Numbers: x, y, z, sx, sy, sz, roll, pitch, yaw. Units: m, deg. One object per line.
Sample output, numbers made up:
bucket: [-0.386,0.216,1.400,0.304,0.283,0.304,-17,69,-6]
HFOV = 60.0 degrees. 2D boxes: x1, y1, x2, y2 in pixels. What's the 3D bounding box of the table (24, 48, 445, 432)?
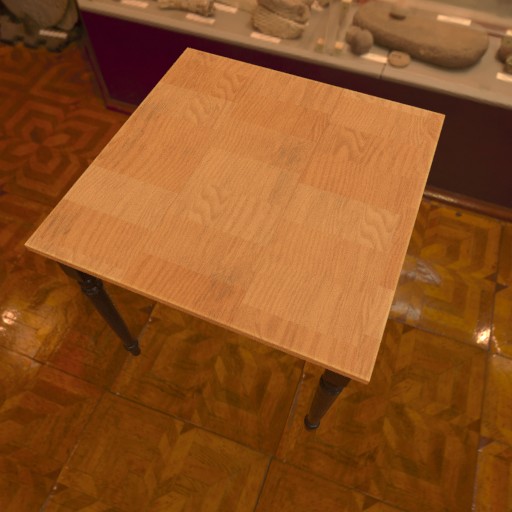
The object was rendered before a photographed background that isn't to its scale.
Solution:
table: [0.000,0.000,1.352,0.747,0.738,0.747,20,60,12]
